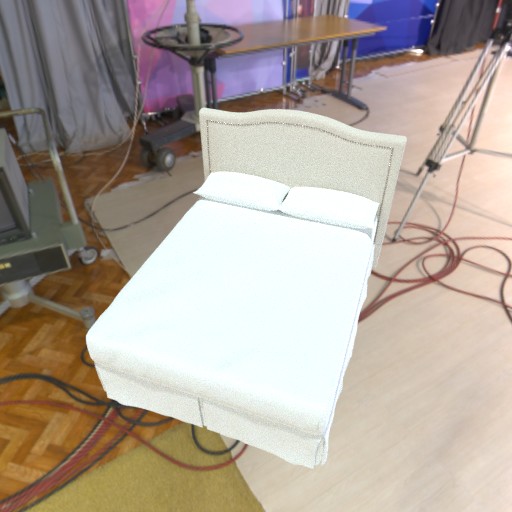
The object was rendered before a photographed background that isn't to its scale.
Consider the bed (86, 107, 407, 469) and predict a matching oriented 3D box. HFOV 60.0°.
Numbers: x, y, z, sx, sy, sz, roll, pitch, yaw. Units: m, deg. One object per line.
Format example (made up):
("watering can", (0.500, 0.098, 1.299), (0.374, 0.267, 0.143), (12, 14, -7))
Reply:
("bed", (0.000, 0.000, 3.320), (1.753, 1.460, 2.143), (13, 42, 15))
